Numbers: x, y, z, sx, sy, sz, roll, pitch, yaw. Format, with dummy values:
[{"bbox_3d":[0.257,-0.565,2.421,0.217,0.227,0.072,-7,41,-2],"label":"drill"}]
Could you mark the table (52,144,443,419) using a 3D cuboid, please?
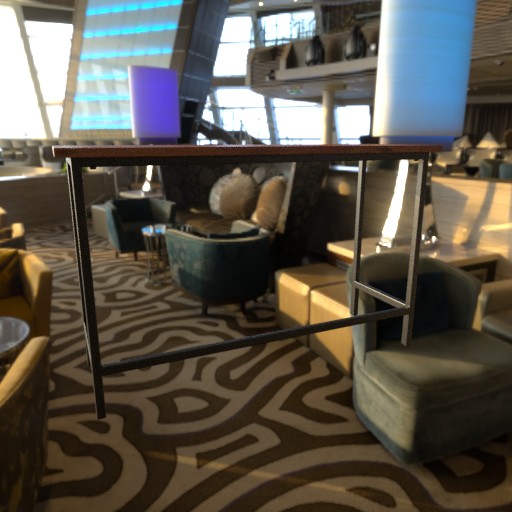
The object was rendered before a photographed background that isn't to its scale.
[{"bbox_3d":[0.000,0.000,1.529,1.204,0.740,0.408,-7,16,-23],"label":"table"}]
